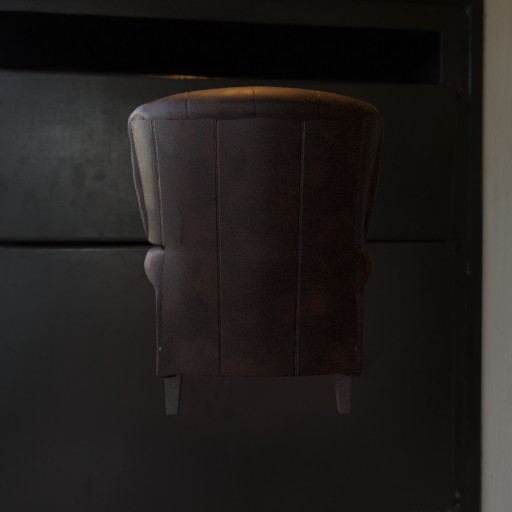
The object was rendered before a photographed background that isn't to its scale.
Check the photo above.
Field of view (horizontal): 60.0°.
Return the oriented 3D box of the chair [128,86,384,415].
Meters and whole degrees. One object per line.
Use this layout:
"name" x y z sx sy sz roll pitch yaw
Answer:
"chair" 0.000 0.000 1.929 0.948 1.158 1.058 0 1 -1
